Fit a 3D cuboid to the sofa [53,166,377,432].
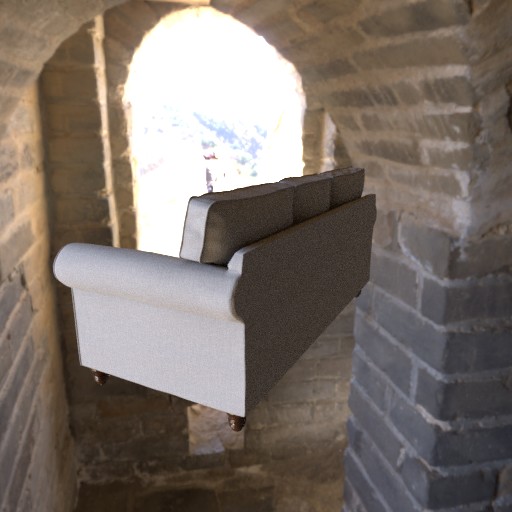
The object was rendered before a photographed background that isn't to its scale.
[{"bbox_3d":[0.000,0.000,2.600,0.916,0.961,2.084,8,17,27],"label":"sofa"}]
